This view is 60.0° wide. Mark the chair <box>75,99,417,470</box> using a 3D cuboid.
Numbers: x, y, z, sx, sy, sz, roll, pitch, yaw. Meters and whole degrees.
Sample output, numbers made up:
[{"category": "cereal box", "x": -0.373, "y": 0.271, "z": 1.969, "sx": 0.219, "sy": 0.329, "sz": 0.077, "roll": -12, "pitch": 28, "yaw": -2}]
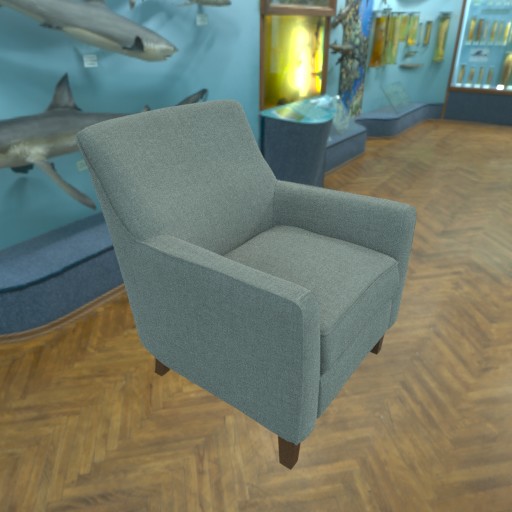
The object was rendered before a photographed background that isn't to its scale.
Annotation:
[{"category": "chair", "x": 0.000, "y": 0.000, "z": 1.772, "sx": 0.993, "sy": 1.047, "sz": 0.887, "roll": 19, "pitch": 33, "yaw": 32}]
